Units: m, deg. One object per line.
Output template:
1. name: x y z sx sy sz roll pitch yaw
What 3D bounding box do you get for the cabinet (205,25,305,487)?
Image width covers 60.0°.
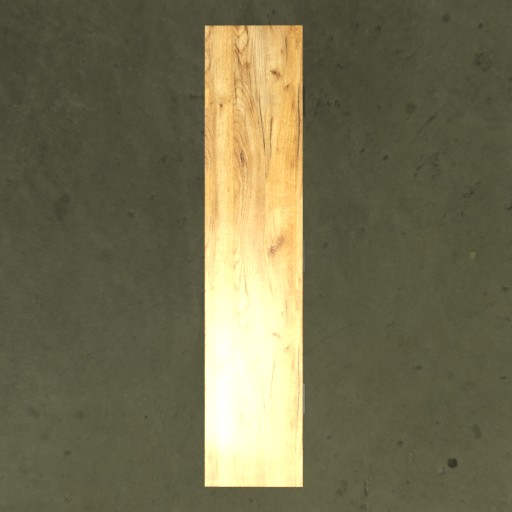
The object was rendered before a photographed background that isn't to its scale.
1. cabinet: 0.000 0.000 2.111 0.395 0.762 1.800 0 90 0
